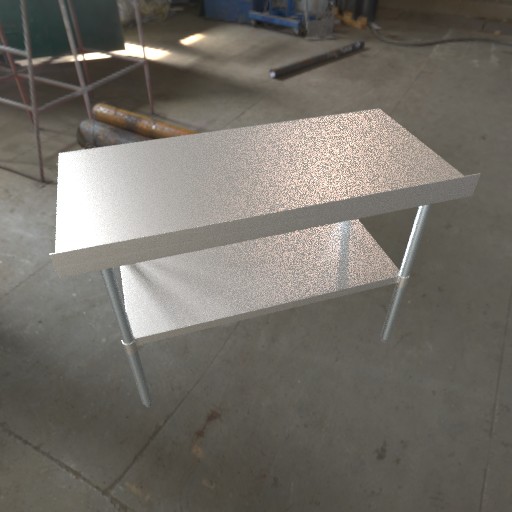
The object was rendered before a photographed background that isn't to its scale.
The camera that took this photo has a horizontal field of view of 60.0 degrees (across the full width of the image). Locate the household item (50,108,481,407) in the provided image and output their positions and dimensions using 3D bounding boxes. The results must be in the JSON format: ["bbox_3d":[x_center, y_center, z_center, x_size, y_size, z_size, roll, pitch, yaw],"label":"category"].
[{"bbox_3d":[0.000,0.000,1.690,1.219,0.851,0.610,-12,43,-13],"label":"household item"}]
